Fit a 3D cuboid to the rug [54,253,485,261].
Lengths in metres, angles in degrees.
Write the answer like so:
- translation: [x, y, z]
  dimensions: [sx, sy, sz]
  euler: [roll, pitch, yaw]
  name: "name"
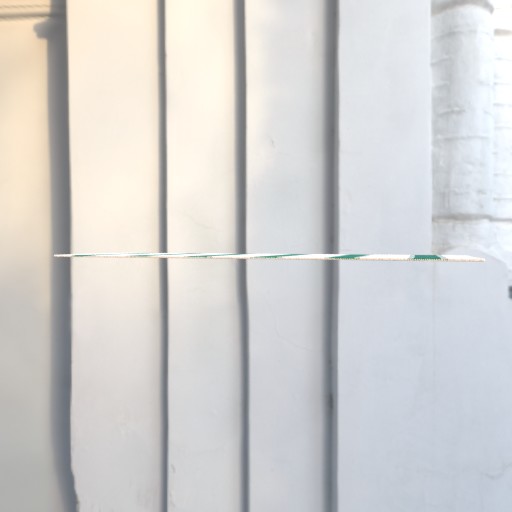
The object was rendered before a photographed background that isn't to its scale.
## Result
- translation: [0.000, 0.000, 2.741]
  dimensions: [2.438, 0.012, 0.768]
  euler: [1, 1, 20]
  name: "rug"
